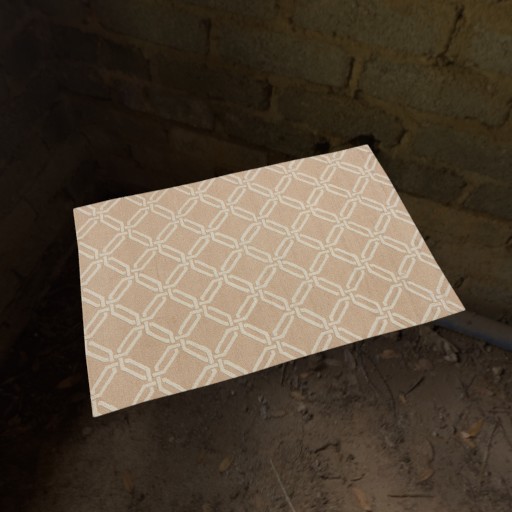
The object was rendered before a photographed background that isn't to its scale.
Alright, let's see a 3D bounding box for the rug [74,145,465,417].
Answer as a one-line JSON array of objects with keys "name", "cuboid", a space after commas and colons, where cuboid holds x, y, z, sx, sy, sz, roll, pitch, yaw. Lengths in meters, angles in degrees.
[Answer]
[{"name": "rug", "cuboid": [0.000, 0.000, 2.248, 1.745, 0.010, 1.146, -14, 59, -9]}]
